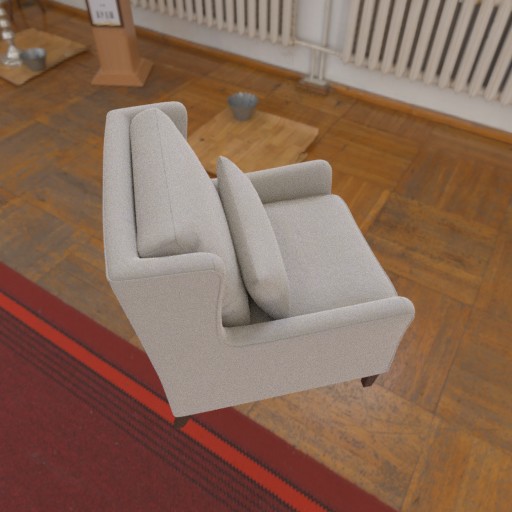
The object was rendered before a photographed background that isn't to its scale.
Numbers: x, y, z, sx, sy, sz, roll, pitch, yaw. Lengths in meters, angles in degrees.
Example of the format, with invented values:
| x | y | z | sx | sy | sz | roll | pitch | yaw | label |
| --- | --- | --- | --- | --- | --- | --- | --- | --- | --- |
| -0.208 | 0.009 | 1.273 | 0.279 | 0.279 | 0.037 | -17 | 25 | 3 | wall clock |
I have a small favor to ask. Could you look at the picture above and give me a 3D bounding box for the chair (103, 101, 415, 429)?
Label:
| x | y | z | sx | sy | sz | roll | pitch | yaw | label |
| --- | --- | --- | --- | --- | --- | --- | --- | --- | --- |
| 0.000 | 0.000 | 1.898 | 1.040 | 1.056 | 0.982 | -9 | 47 | -9 | chair |
